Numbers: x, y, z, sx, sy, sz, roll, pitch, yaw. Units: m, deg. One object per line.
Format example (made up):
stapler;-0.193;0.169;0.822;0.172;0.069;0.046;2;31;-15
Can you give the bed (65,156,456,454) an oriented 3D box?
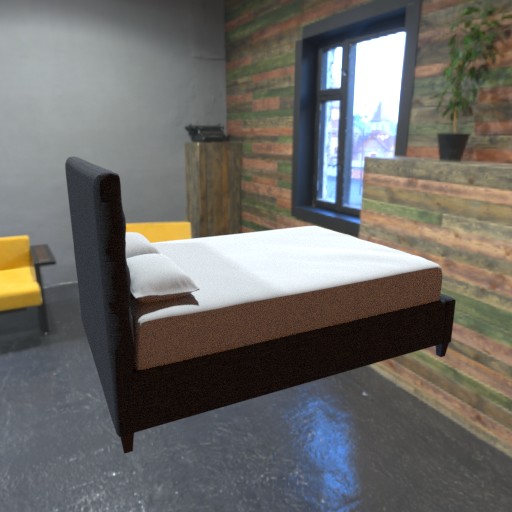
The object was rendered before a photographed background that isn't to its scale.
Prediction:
bed;0.000;0.000;3.298;2.387;1.427;1.698;-7;17;-26
